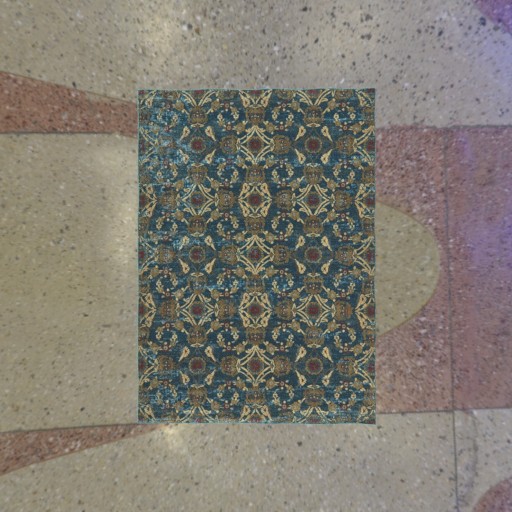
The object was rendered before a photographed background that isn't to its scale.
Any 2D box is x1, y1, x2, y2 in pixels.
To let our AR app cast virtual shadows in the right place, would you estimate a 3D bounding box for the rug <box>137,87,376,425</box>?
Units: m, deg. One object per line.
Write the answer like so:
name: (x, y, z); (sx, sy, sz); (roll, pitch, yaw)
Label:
rug: (0.000, 0.000, 2.912); (1.567, 0.014, 2.207); (0, 90, 1)
